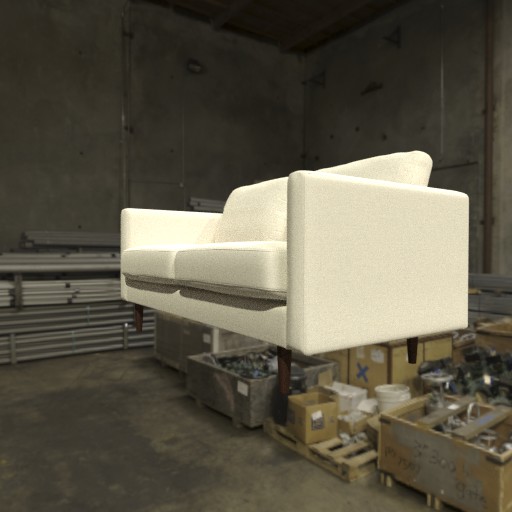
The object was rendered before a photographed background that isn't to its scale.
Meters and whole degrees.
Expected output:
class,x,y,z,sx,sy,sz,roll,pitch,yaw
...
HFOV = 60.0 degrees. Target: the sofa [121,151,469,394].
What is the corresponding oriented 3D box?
class,x,y,z,sx,sy,sz,roll,pitch,yaw
sofa,0.000,0.000,2.229,0.940,0.893,1.713,0,1,-35
